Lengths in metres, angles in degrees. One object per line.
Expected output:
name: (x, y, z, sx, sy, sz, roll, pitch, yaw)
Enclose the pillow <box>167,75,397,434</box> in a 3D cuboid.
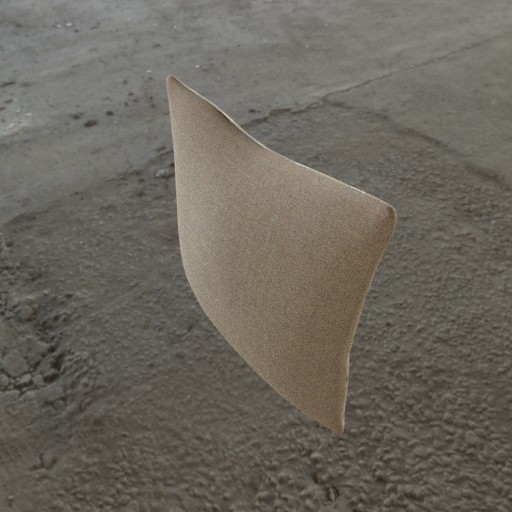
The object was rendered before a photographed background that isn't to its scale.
pillow: (0.000, 0.000, 0.868, 0.192, 0.558, 0.578, -27, 49, -26)
